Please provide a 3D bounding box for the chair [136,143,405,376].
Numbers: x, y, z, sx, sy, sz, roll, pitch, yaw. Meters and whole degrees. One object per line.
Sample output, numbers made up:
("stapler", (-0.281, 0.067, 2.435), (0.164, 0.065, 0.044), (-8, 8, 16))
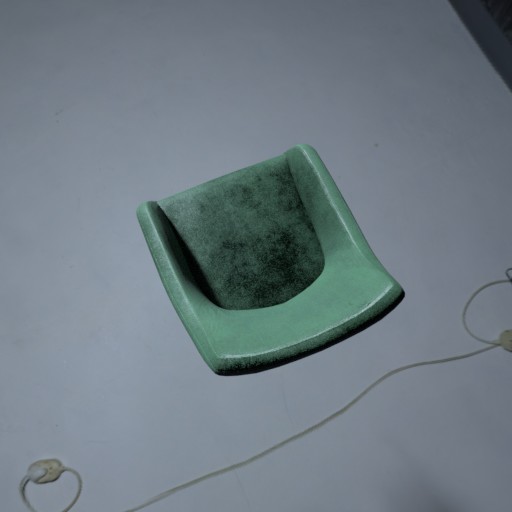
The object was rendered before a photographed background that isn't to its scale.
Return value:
("chair", (0.000, 0.000, 1.618), (0.683, 1.081, 0.794), (-22, 76, -6))
